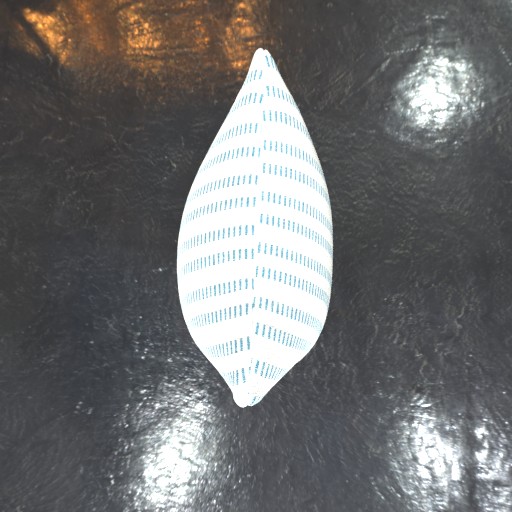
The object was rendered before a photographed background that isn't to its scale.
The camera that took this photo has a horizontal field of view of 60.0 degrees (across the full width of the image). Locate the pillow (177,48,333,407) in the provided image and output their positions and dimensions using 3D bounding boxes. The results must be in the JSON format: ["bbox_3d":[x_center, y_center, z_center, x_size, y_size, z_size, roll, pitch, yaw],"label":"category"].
[{"bbox_3d":[0.000,0.000,0.700,0.247,0.419,0.438,2,75,1],"label":"pillow"}]
